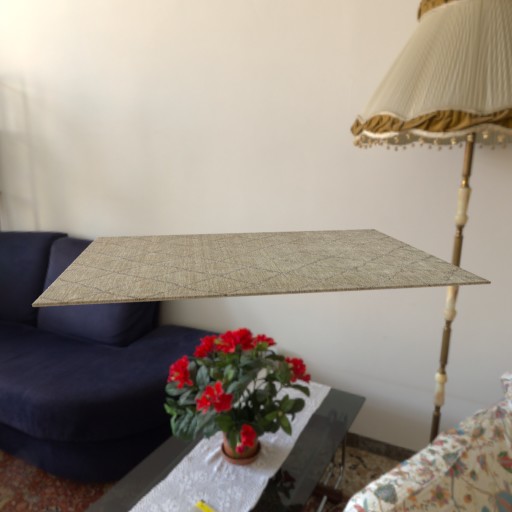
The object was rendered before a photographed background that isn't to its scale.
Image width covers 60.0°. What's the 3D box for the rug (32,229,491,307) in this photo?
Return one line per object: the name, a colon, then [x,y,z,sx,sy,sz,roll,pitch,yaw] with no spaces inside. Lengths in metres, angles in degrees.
rug: [0.000,0.000,2.901,2.280,0.015,1.521,-2,14,-8]
